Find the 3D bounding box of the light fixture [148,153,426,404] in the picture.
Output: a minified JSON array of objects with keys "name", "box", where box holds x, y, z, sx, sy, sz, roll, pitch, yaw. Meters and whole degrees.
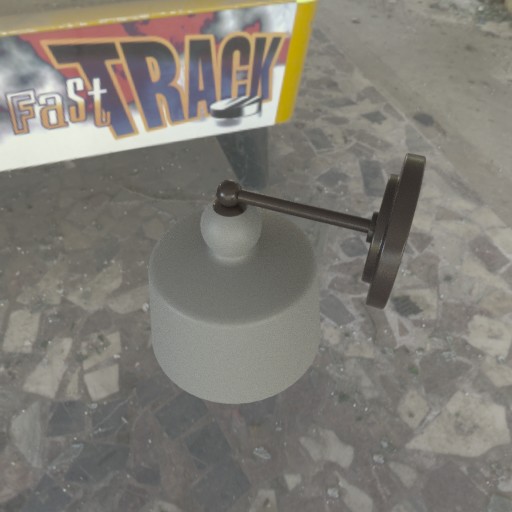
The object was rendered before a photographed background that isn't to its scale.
[{"name":"light fixture","box":[0.000,0.000,0.440,0.254,0.268,0.204,15,48,14]}]
